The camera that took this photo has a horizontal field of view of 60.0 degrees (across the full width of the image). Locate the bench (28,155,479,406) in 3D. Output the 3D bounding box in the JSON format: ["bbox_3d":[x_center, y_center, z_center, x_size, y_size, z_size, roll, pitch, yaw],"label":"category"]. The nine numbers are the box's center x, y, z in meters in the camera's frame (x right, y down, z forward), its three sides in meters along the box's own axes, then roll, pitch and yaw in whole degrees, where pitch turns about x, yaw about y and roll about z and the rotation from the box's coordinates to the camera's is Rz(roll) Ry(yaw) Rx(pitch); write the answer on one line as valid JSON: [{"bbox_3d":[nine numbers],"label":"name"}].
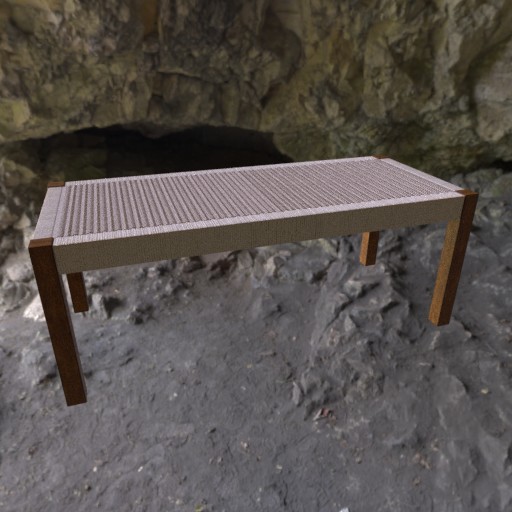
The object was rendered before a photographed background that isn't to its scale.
[{"bbox_3d":[0.000,0.000,1.435,1.198,0.457,0.507,-8,27,-16],"label":"bench"}]
